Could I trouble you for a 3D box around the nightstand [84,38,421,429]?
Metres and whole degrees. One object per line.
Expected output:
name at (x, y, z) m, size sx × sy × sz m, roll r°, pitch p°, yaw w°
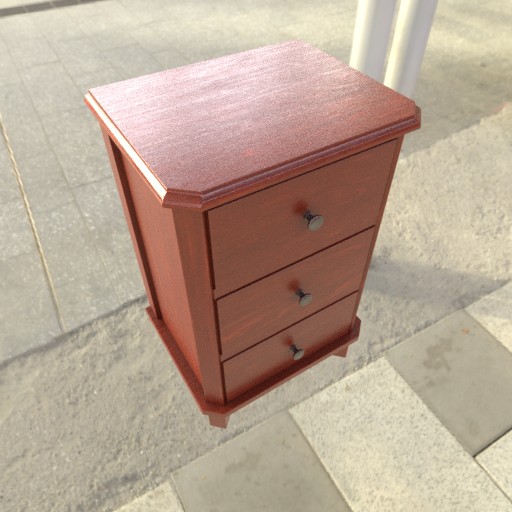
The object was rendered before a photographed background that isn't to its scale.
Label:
nightstand at (0.000, 0.000, 0.923) m, size 0.435 × 0.681 × 0.351 m, roll -24°, pitch 50°, yaw -22°
